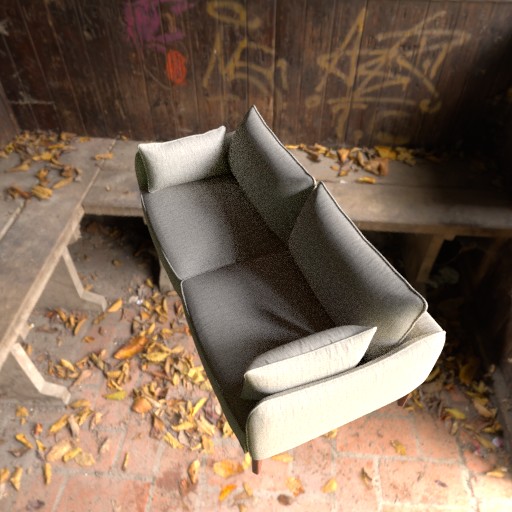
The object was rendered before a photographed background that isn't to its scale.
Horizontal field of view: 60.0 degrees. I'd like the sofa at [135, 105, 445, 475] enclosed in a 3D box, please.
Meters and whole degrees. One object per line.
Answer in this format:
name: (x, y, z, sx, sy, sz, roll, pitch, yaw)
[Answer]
sofa: (0.000, 0.000, 2.532, 0.991, 0.860, 1.989, -18, 49, -16)
